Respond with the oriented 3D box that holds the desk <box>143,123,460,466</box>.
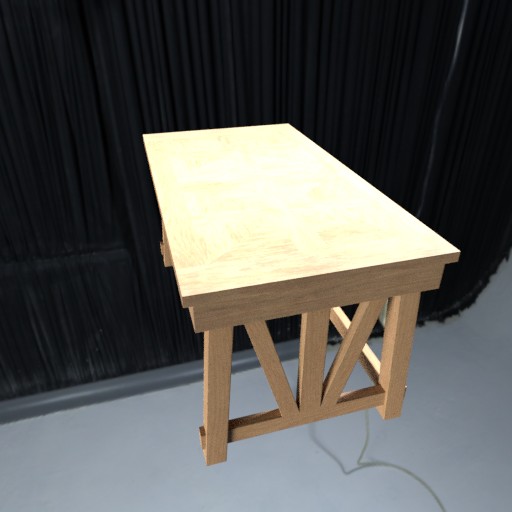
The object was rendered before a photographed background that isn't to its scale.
[{"bbox_3d":[0.000,0.000,2.011,0.813,0.762,1.499,-8,32,-14],"label":"desk"}]
